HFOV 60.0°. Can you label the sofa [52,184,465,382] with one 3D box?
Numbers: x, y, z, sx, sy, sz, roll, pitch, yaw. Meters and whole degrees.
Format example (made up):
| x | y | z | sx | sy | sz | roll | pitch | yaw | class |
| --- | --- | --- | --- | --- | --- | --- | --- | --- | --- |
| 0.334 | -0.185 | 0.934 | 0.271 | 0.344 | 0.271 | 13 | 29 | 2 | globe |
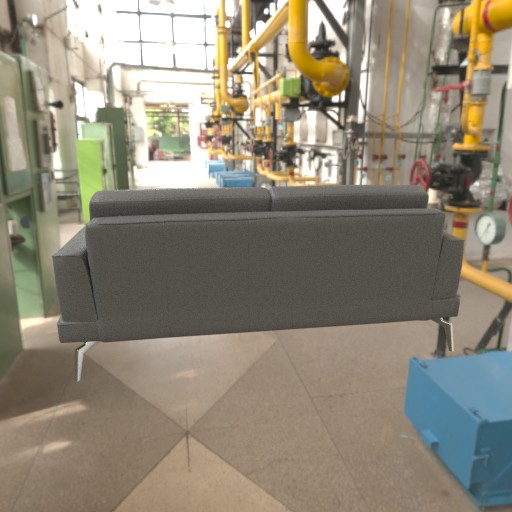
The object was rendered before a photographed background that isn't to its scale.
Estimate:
| x | y | z | sx | sy | sz | roll | pitch | yaw | class |
| --- | --- | --- | --- | --- | --- | --- | --- | --- | --- |
| 0.000 | 0.000 | 2.753 | 2.177 | 0.930 | 1.121 | -2 | 15 | -9 | sofa |
